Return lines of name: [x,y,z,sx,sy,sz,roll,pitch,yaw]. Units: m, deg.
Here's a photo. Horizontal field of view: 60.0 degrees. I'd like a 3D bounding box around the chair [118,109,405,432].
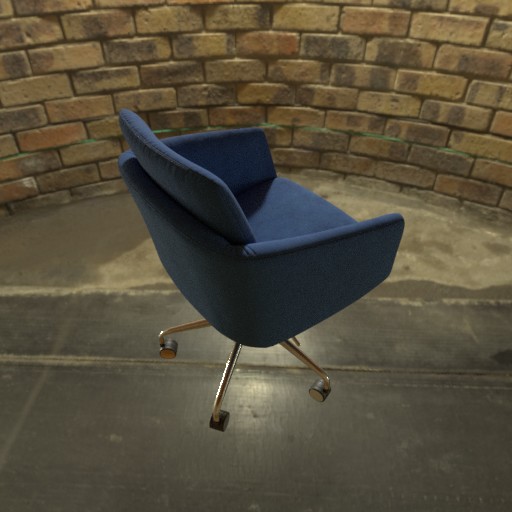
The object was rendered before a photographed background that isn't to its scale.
chair: [0.000,0.000,1.340,0.635,0.908,0.641,-25,46,-27]
